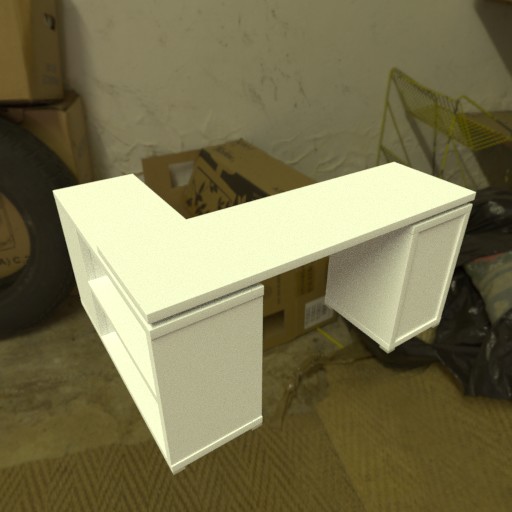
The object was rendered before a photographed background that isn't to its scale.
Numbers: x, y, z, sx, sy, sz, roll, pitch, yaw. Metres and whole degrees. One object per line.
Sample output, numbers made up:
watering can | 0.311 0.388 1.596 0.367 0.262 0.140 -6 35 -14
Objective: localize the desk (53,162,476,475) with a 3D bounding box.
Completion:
desk | 0.000 0.000 2.207 1.524 0.753 1.200 -19 36 -28
